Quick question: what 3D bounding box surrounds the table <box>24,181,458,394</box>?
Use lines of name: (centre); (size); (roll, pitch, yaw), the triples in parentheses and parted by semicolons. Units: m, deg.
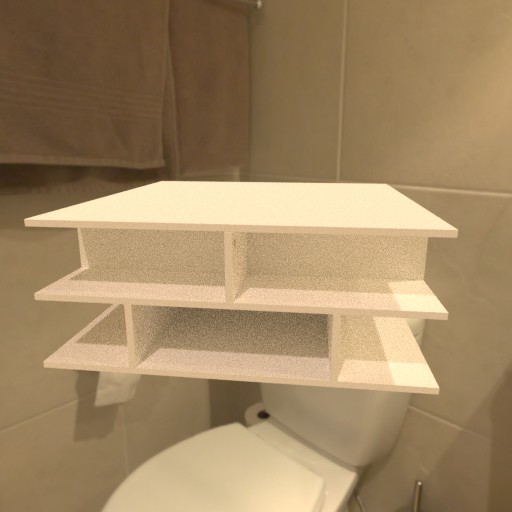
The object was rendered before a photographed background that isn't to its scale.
table: (0.000, 0.000, 1.078); (0.700, 0.289, 0.700); (2, 15, 7)
